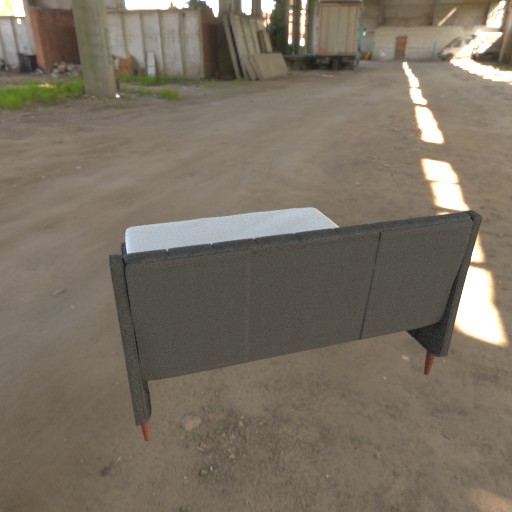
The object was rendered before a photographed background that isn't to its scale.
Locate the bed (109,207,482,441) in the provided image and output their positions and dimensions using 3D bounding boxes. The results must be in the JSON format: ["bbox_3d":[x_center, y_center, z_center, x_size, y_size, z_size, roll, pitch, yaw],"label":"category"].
[{"bbox_3d":[0.000,0.000,2.587,1.531,0.933,1.638,-8,27,-15],"label":"bed"}]
